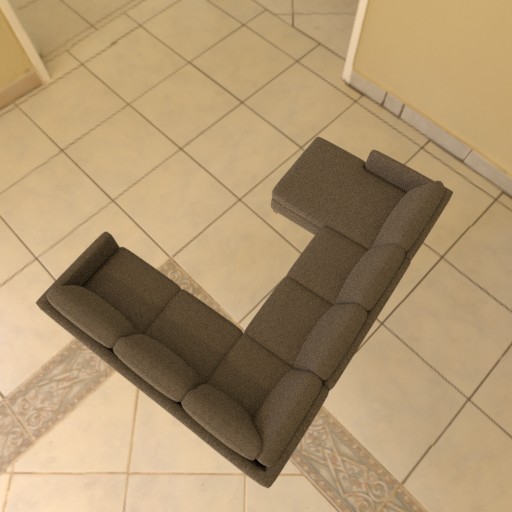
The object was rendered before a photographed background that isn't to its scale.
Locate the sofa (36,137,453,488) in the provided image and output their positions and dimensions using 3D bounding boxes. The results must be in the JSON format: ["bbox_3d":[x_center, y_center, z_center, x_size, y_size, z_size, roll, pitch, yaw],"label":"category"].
[{"bbox_3d":[0.000,0.000,4.372,2.551,0.853,3.238,33,70,14],"label":"sofa"}]
